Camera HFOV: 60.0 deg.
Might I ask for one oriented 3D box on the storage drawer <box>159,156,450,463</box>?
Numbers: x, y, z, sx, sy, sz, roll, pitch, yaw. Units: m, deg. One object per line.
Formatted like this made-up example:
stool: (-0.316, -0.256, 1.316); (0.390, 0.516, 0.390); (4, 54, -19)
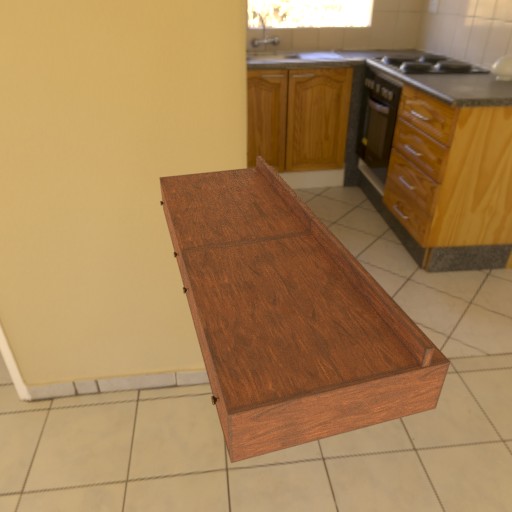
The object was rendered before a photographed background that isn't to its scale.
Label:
storage drawer: (0.000, 0.000, 2.197); (0.774, 0.339, 1.914); (-9, 33, -14)
